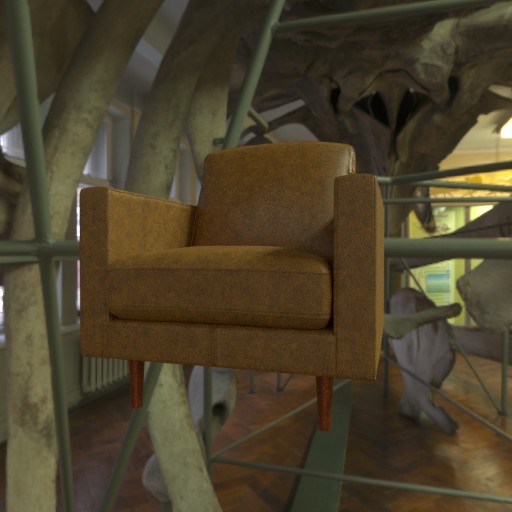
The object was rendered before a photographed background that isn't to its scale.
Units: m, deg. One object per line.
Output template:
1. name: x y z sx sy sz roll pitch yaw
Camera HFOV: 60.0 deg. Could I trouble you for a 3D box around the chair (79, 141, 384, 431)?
1. chair: 0.000 0.000 1.630 0.890 0.956 0.909 0 1 17
